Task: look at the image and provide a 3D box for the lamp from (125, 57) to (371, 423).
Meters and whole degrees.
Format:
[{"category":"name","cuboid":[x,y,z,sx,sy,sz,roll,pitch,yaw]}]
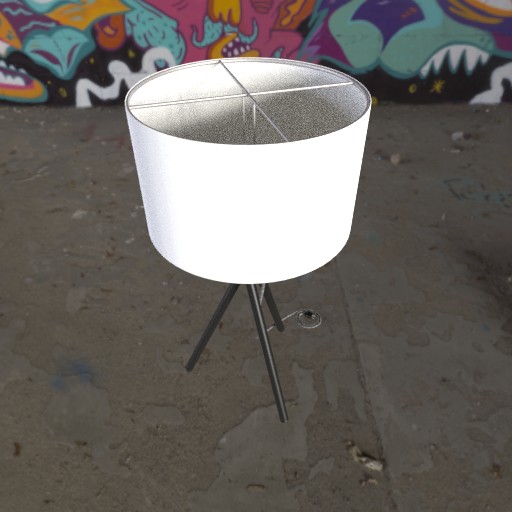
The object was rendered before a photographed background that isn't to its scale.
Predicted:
[{"category":"lamp","cuboid":[0.000,0.000,0.887,0.353,0.674,0.422,12,41,14]}]
